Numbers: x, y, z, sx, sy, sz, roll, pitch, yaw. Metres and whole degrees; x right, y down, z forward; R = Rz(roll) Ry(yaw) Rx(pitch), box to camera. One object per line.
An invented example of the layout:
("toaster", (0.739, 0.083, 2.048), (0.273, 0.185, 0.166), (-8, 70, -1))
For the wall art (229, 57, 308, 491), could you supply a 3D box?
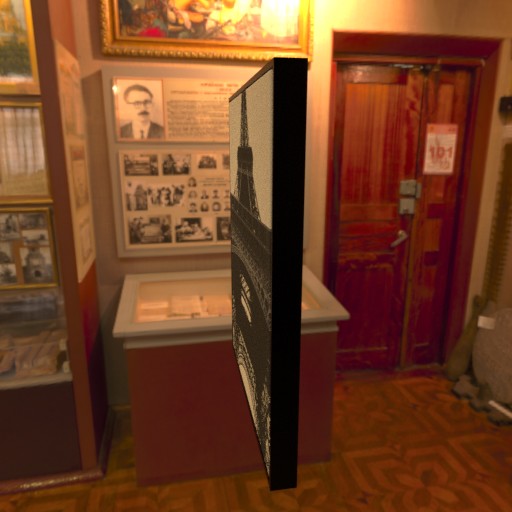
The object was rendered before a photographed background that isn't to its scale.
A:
("wall art", (0.000, 0.000, 0.760), (0.039, 0.553, 0.451), (-2, 14, -9))
